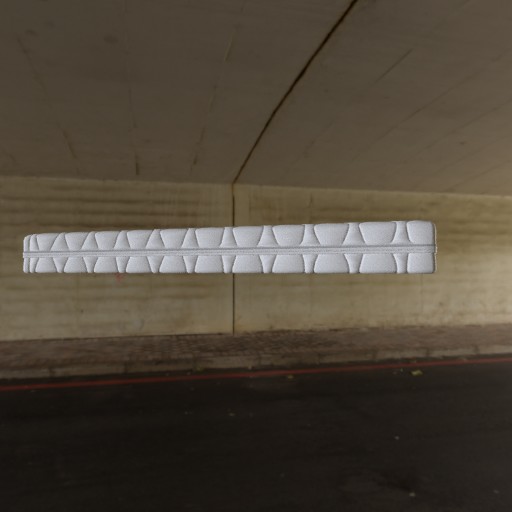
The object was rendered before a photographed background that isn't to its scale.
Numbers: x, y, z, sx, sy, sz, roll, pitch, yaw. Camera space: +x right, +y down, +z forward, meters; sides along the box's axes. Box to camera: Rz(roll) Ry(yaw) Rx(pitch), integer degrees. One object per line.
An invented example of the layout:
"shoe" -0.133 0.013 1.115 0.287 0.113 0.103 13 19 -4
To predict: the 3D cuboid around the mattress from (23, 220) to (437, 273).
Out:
"mattress" 0.000 0.000 2.639 1.900 0.200 1.600 -1 -2 18
